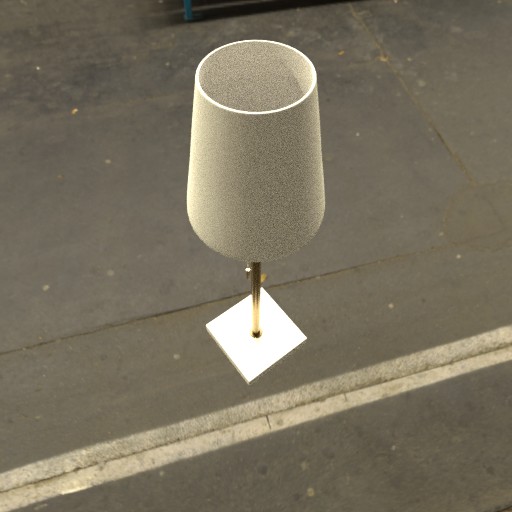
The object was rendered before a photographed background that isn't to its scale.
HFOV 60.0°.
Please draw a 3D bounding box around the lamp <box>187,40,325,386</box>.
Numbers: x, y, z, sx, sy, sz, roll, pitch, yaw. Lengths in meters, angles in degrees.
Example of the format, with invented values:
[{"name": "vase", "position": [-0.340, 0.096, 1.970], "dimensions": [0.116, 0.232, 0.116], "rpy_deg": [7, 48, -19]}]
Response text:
[{"name": "lamp", "position": [0.000, 0.000, 0.693], "dimensions": [0.181, 0.639, 0.181], "rpy_deg": [-33, 63, -19]}]
